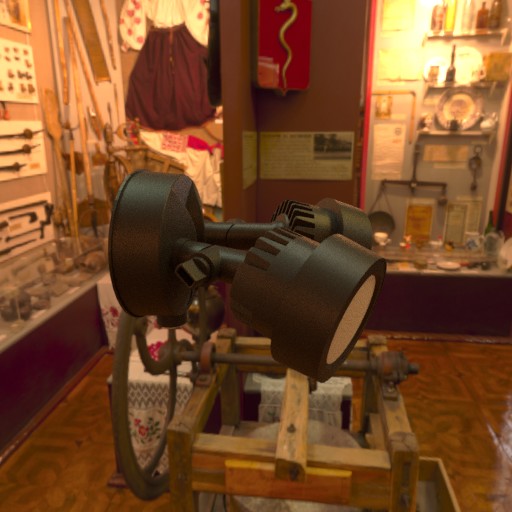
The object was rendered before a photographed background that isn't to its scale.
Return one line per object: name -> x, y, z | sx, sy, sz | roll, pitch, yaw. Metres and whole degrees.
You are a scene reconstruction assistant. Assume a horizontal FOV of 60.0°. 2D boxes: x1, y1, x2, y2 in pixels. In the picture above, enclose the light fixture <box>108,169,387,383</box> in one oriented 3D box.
light fixture -> 0.000, 0.000, 0.316 | 0.168, 0.120, 0.213 | 3, 16, 9
